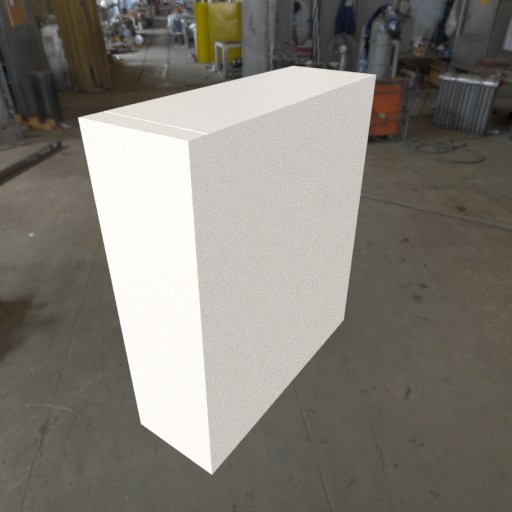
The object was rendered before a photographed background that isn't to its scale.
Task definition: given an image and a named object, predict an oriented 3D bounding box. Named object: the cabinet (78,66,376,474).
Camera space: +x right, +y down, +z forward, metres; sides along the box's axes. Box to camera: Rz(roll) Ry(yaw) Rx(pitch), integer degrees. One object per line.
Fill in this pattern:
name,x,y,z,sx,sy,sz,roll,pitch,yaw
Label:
cabinet,0.000,0.000,1.625,0.348,1.150,0.990,20,37,30
